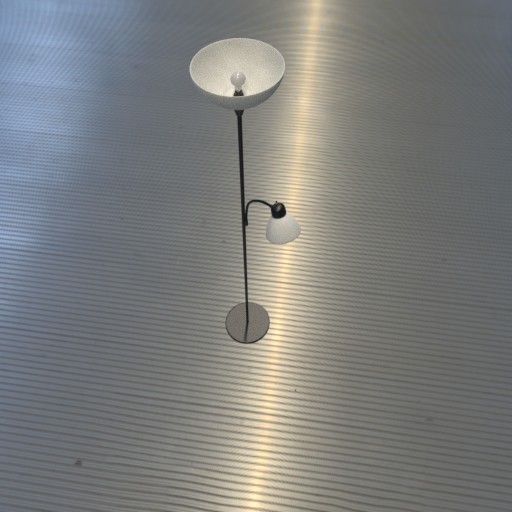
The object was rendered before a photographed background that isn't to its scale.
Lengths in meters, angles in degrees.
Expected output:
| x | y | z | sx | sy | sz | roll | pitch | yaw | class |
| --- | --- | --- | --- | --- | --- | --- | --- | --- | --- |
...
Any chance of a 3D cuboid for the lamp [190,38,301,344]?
| x | y | z | sx | sy | sz | roll | pitch | yaw | class |
| --- | --- | --- | --- | --- | --- | --- | --- | --- | --- |
| 0.000 | 0.000 | 1.980 | 0.279 | 1.804 | 0.442 | -33 | 64 | -19 | lamp |
